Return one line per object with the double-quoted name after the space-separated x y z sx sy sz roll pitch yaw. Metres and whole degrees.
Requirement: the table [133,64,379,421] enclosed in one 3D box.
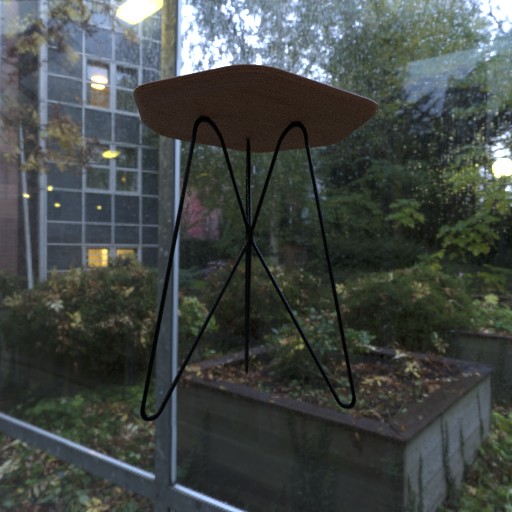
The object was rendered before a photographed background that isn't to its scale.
0.000 0.000 0.886 0.500 0.562 0.400 0 -1 -37 "table"
